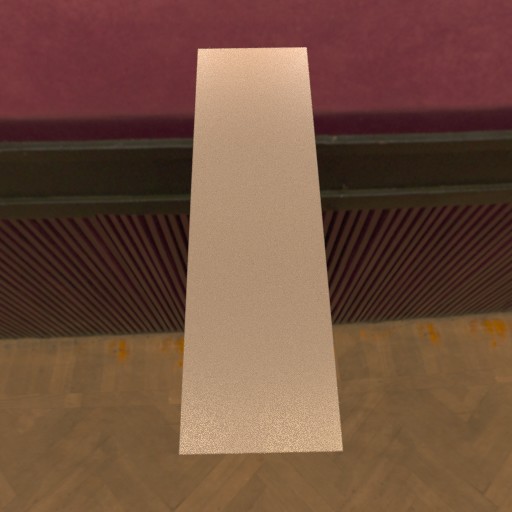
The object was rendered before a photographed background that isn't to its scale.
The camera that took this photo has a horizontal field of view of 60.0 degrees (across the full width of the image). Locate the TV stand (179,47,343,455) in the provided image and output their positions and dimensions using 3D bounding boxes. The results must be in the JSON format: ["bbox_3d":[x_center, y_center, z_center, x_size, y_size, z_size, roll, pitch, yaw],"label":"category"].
[{"bbox_3d":[0.000,0.000,1.436,0.344,0.603,1.167,-1,66,0],"label":"TV stand"}]
